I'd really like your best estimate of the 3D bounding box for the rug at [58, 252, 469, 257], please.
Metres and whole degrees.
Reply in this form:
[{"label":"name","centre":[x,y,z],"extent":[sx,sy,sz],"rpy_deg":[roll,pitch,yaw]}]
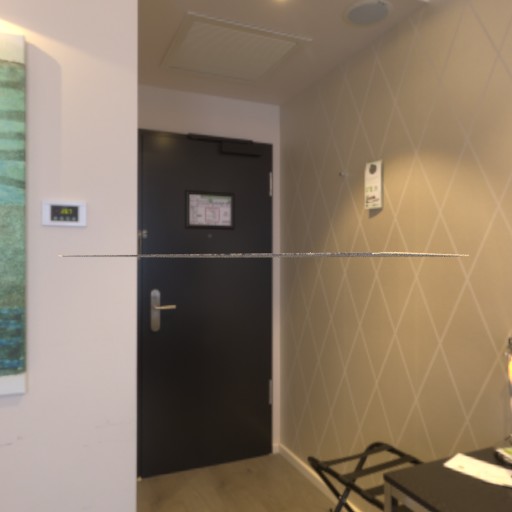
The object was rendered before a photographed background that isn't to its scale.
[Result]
[{"label":"rug","centre":[0.000,0.000,4.313],"extent":[3.422,0.015,2.143],"rpy_deg":[0,-1,36]}]
